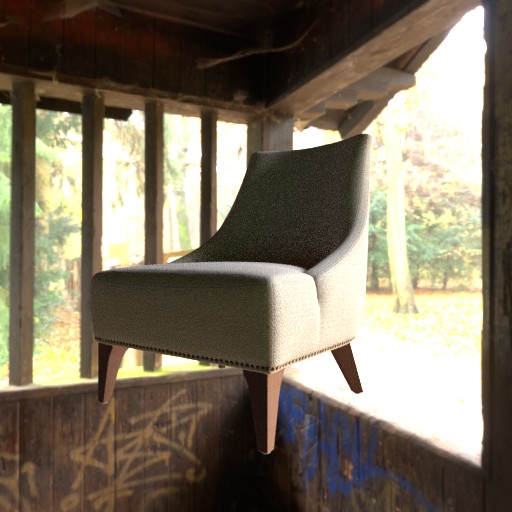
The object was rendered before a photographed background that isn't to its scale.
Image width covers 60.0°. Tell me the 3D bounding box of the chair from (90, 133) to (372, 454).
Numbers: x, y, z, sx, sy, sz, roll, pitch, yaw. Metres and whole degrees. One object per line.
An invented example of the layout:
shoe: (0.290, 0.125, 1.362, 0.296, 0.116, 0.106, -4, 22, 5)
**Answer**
chair: (0.000, 0.000, 1.503, 0.701, 0.909, 0.861, 0, -1, 36)
